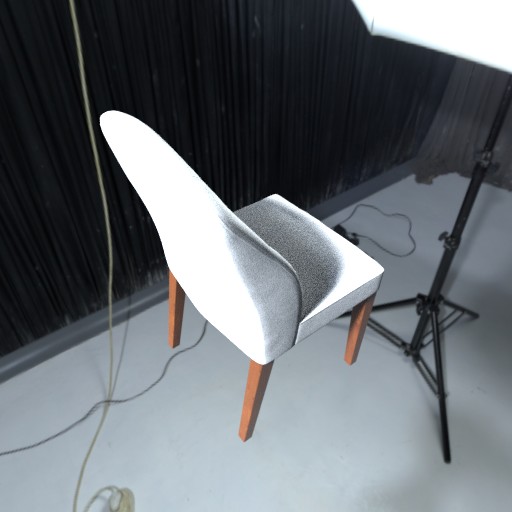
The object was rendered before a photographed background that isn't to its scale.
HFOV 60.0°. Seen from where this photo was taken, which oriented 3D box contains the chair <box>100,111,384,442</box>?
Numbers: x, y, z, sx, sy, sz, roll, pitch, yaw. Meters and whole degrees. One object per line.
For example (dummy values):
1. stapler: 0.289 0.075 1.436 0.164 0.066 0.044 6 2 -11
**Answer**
1. chair: 0.000 0.000 1.189 0.540 0.893 0.472 -27 48 -27
